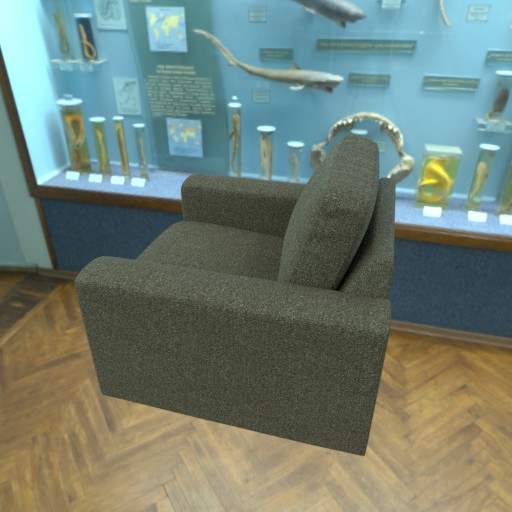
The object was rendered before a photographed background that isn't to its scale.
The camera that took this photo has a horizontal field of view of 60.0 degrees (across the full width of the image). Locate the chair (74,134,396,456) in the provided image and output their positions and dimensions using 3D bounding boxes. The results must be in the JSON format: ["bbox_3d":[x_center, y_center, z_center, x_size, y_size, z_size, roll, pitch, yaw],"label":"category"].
[{"bbox_3d":[0.000,0.000,1.764,1.016,0.873,1.005,8,32,13],"label":"chair"}]
